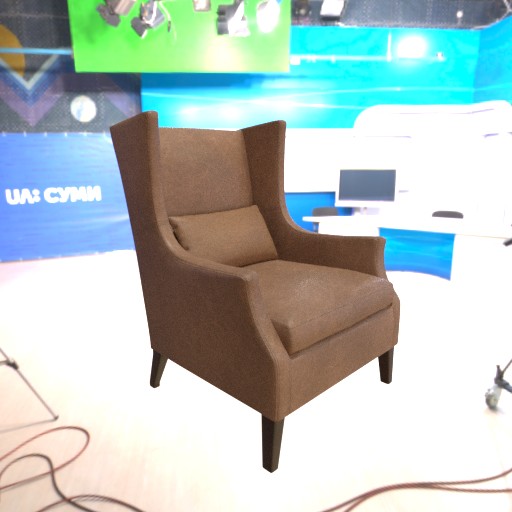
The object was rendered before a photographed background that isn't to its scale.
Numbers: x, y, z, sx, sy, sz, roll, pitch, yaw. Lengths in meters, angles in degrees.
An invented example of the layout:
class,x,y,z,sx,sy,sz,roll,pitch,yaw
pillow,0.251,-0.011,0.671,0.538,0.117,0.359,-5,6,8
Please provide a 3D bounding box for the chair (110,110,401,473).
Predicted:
class,x,y,z,sx,sy,sz,roll,pitch,yaw
chair,0.000,0.000,1.770,0.913,1.088,0.815,13,18,43
